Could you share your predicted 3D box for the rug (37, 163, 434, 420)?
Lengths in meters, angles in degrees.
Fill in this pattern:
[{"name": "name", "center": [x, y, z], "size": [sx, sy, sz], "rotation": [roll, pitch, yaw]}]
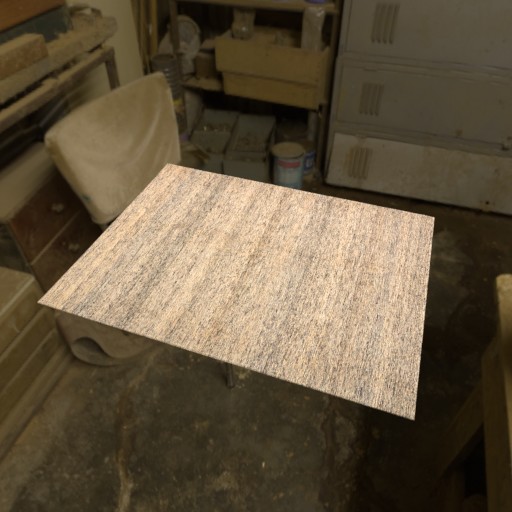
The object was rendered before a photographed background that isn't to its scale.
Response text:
[{"name": "rug", "center": [0.000, 0.000, 4.311], "size": [3.199, 0.036, 2.414], "rotation": [14, 45, 14]}]
